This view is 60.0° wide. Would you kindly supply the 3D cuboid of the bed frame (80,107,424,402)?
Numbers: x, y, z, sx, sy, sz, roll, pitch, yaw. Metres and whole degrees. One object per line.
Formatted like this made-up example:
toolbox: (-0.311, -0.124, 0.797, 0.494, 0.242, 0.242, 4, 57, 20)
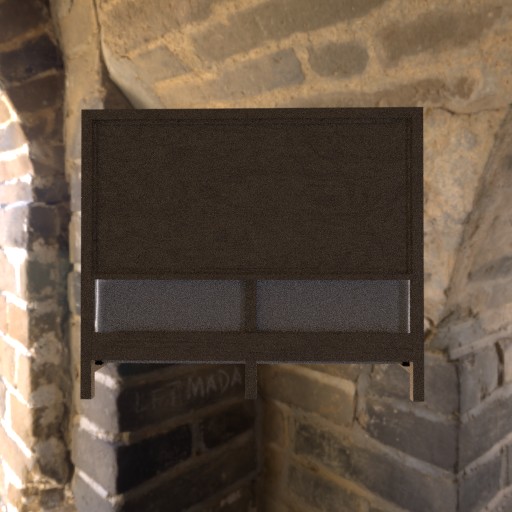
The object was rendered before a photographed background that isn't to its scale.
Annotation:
bed frame: (0.000, 0.000, 3.169, 1.606, 1.369, 2.189, 0, -1, 1)
